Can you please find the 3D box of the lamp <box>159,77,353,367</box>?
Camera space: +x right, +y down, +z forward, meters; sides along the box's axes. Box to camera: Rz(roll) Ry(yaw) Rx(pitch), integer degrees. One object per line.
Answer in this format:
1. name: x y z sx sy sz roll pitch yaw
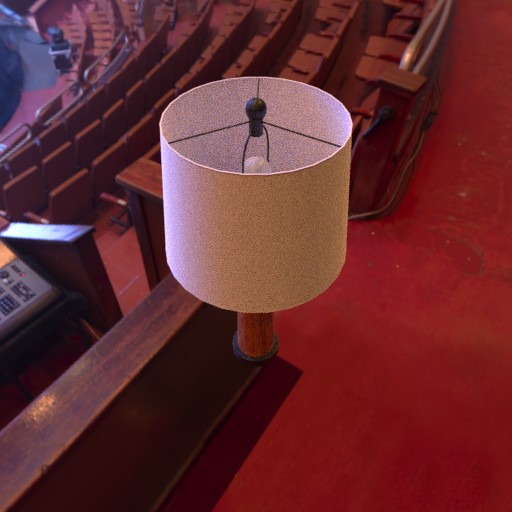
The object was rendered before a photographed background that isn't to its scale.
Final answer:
1. lamp: 0.000 0.000 0.893 0.349 0.667 0.349 0 46 0
